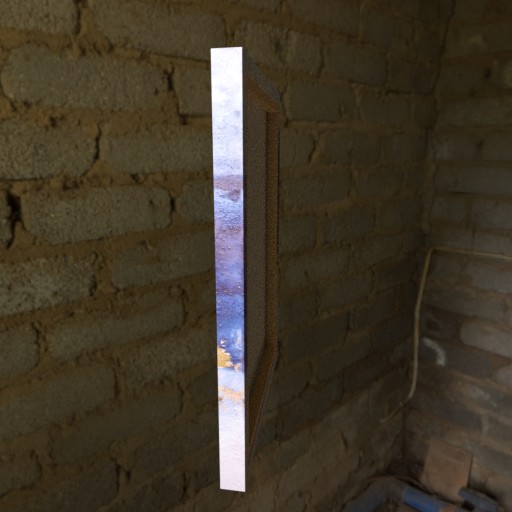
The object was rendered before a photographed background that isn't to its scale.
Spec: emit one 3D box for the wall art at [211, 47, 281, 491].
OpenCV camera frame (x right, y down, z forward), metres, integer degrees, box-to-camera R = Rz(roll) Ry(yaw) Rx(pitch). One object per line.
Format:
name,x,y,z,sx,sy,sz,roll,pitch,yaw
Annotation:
wall art,0.000,0.000,0.771,0.036,0.581,0.437,2,14,8
